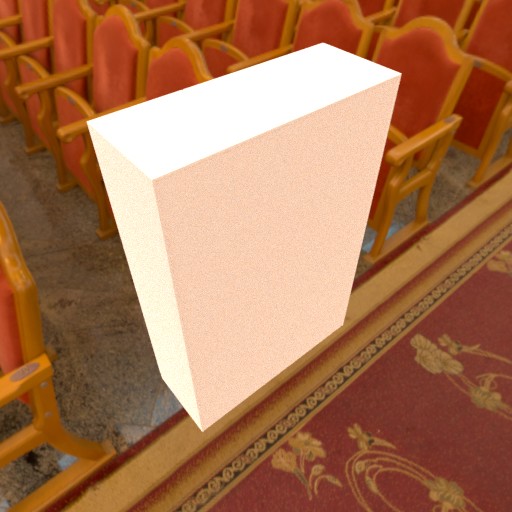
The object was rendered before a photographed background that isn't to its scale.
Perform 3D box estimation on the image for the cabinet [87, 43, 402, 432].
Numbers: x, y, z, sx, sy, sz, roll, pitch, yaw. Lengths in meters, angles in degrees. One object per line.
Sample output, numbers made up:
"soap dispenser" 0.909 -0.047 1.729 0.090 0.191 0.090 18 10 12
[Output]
"cabinet" 0.000 0.000 2.533 1.290 1.910 0.510 -30 52 -27
